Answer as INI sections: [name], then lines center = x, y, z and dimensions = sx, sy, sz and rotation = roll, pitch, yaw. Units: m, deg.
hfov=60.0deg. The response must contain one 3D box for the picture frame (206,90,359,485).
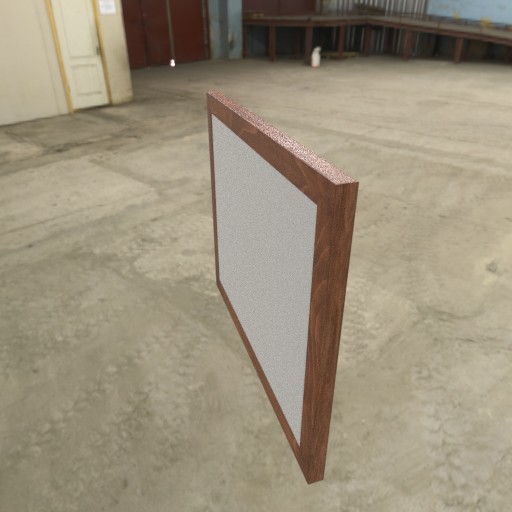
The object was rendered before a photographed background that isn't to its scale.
[picture frame]
center = 0.000, 0.000, 0.764
dimensions = 0.025, 0.457, 0.559
rotation = -9, 31, -16
